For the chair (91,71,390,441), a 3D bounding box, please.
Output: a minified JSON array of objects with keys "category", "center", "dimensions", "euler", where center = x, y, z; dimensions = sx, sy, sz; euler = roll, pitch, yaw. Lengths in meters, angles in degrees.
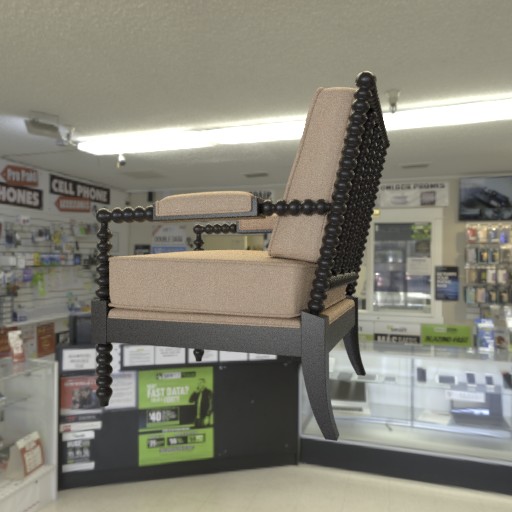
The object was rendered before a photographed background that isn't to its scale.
[{"category":"chair","center":[0.000,0.000,1.173],"dimensions":[0.657,0.703,0.555],"euler":[0,0,20]}]
